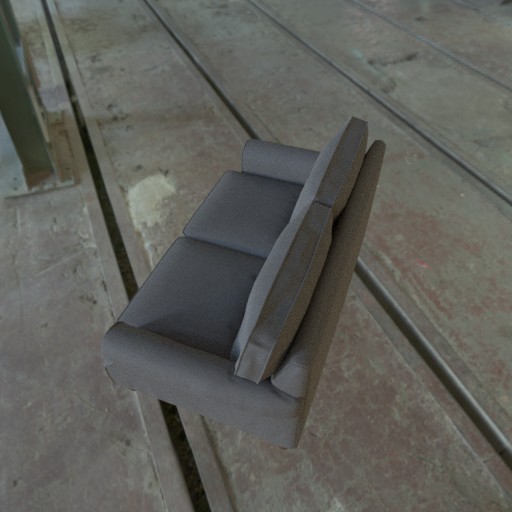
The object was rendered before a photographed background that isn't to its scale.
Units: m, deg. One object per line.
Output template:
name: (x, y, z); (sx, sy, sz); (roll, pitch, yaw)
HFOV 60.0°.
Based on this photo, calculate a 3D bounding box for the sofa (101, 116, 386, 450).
sofa: (0.000, 0.000, 2.285); (0.964, 0.937, 1.665); (16, 49, 14)
